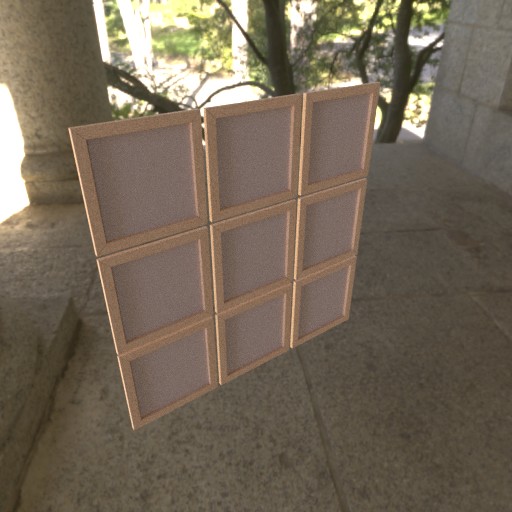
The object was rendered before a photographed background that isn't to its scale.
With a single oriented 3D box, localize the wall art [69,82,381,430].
[{"bbox_3d":[0.000,0.000,1.787,1.217,1.207,0.016,-20,36,-30],"label":"wall art"}]
